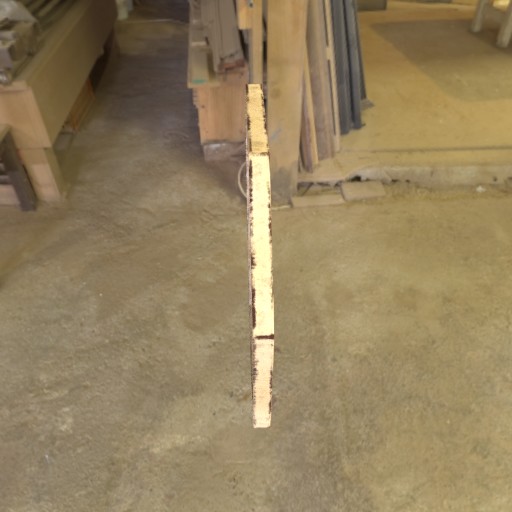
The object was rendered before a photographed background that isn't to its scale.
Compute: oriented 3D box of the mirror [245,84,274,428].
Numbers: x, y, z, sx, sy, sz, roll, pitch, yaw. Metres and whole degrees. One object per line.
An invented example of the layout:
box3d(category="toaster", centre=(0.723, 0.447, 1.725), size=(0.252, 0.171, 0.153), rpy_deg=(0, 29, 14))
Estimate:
box3d(category="mirror", centre=(0.000, 0.000, 0.966), size=(0.031, 0.648, 0.648), rpy_deg=(-1, 42, -1))
